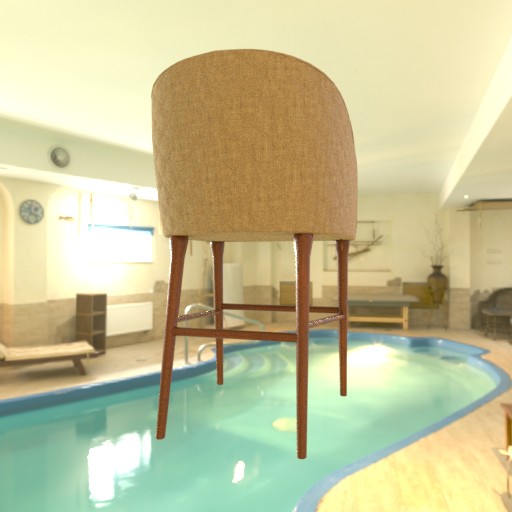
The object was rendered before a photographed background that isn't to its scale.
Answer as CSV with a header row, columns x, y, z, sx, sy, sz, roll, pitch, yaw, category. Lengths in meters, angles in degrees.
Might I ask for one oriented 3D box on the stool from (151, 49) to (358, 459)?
x,y,z,sx,sy,sz,roll,pitch,yaw,category
0.000,0.000,1.327,0.559,0.952,0.635,0,0,17,stool
